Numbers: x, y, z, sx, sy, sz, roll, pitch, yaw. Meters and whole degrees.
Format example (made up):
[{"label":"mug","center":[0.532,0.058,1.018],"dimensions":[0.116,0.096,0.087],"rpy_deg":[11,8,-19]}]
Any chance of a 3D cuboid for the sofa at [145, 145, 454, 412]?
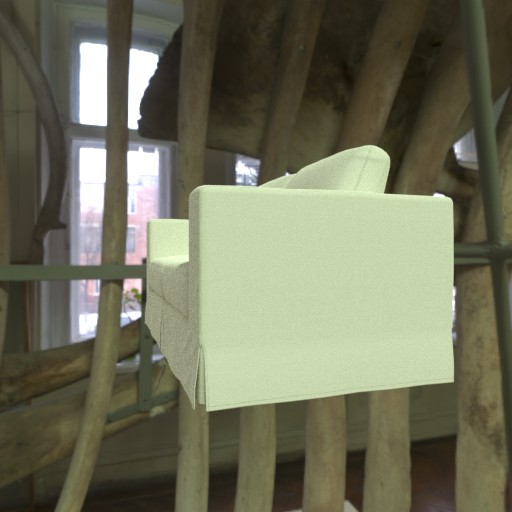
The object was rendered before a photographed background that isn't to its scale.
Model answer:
[{"label":"sofa","center":[0.000,0.000,2.362],"dimensions":[1.009,0.932,1.813],"rpy_deg":[0,1,-19]}]
